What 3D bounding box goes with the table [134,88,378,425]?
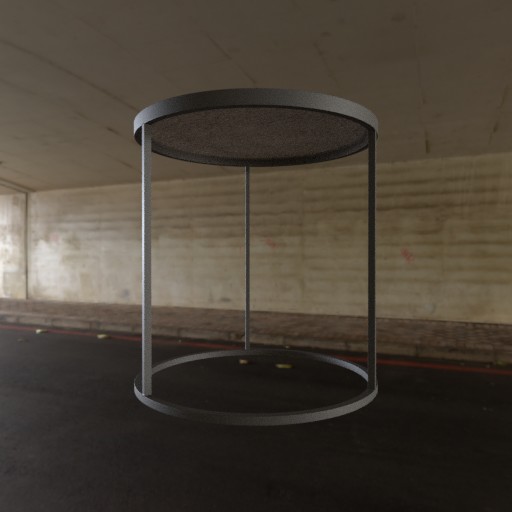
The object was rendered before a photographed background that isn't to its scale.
[{"bbox_3d":[0.000,0.000,0.887,0.470,0.498,0.470,0,0,0],"label":"table"}]
